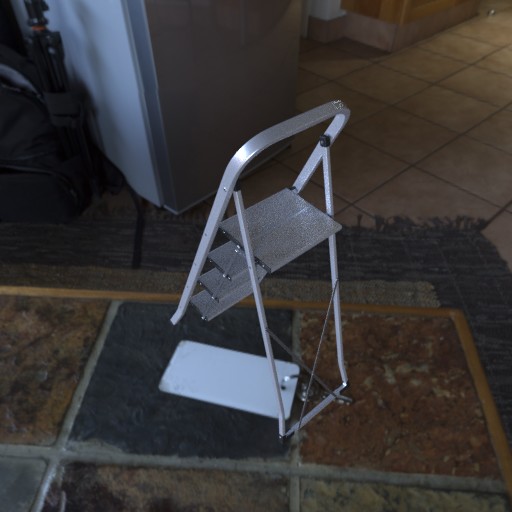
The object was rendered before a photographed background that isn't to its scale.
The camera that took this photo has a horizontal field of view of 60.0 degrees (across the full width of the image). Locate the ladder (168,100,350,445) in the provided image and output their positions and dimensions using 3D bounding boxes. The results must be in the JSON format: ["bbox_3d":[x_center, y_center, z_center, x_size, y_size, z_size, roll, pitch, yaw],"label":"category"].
[{"bbox_3d":[0.000,0.000,1.667,0.465,1.290,0.830,-31,53,-27],"label":"ladder"}]
